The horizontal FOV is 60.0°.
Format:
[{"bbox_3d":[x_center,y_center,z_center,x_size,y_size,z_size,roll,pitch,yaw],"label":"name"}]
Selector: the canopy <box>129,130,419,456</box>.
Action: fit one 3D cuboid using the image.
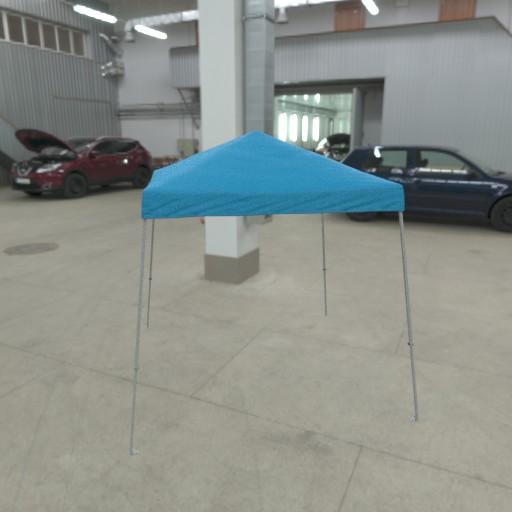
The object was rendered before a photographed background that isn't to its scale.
[{"bbox_3d":[0.000,0.000,5.232,2.850,2.850,2.849,-3,15,-10],"label":"canopy"}]
